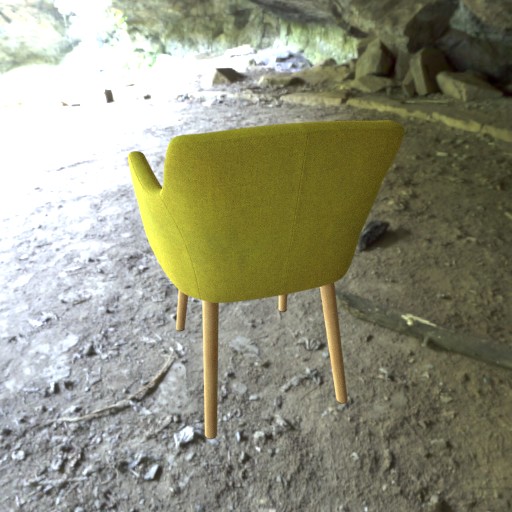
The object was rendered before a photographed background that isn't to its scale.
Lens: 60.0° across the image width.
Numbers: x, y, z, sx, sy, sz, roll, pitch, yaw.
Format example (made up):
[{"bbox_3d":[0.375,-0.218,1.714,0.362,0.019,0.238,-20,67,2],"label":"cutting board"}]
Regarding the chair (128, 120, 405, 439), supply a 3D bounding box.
[{"bbox_3d":[0.000,0.000,1.174,0.570,0.780,0.570,-9,29,-16],"label":"chair"}]
